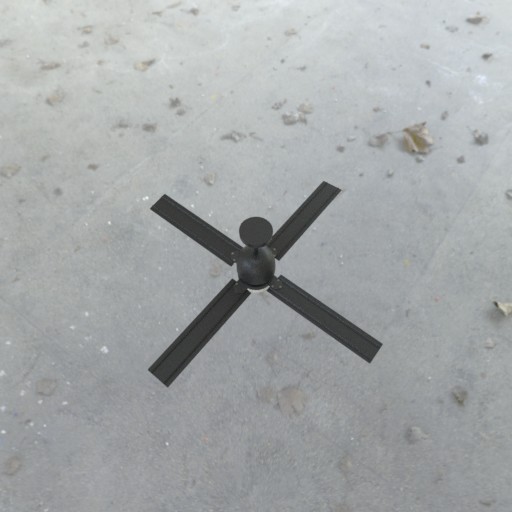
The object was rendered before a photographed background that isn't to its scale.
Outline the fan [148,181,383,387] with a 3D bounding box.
[{"bbox_3d":[0.000,0.000,1.993,1.319,0.410,1.319,33,65,18],"label":"fan"}]
